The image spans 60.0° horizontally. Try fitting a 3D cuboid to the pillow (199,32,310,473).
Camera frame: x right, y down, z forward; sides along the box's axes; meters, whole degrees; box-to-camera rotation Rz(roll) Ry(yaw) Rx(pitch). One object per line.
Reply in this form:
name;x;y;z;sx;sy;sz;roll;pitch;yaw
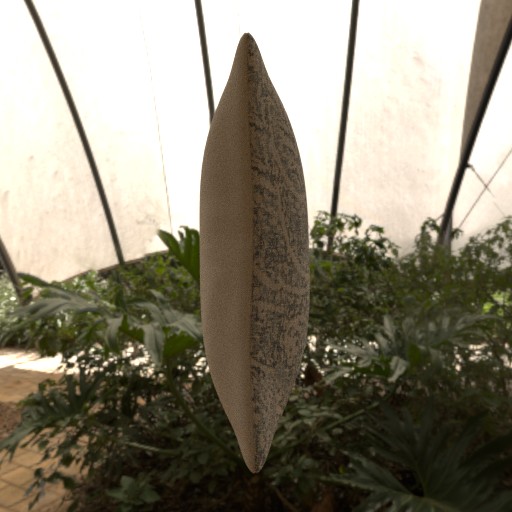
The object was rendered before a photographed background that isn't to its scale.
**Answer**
pillow;0.000;0.000;0.759;0.166;0.510;0.523;0;-2;1
